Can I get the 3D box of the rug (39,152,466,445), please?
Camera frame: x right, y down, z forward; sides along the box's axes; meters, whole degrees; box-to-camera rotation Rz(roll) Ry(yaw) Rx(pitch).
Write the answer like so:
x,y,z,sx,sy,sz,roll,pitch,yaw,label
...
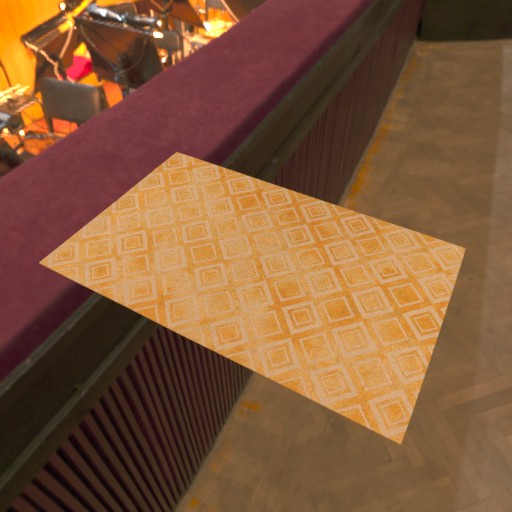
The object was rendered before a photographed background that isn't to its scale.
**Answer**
x,y,z,sx,sy,sz,roll,pitch,yaw,label
0.000,0.000,2.960,2.424,0.010,1.511,22,50,20,rug
